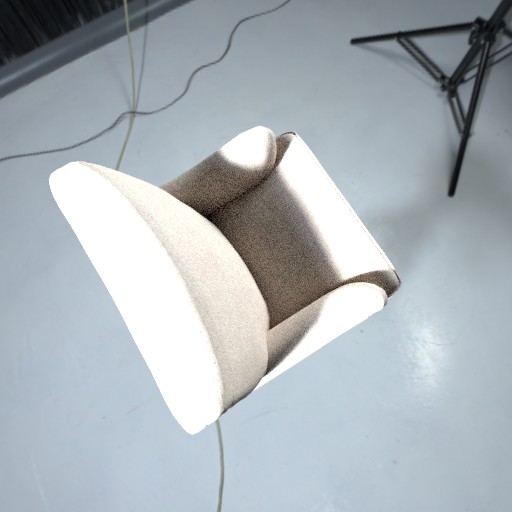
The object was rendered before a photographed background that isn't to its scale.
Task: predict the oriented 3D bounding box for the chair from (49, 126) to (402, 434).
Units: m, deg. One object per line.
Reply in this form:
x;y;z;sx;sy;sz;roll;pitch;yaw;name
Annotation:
0.000;0.000;1.789;0.953;1.119;0.879;-31;78;-7;chair
